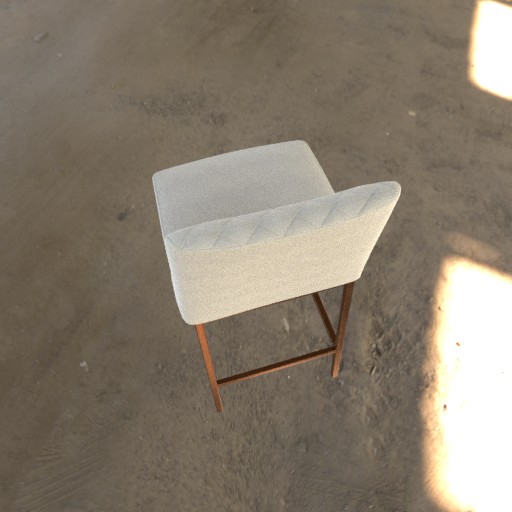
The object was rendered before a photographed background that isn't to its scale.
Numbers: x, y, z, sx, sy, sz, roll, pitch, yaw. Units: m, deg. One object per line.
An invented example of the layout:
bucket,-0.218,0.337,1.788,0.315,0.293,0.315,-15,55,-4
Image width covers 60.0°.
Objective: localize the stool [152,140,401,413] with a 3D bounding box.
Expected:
stool,0.000,0.000,1.334,0.507,0.973,0.576,-14,58,-9
